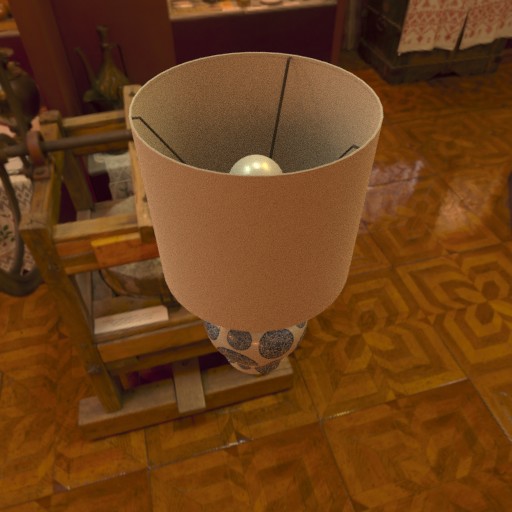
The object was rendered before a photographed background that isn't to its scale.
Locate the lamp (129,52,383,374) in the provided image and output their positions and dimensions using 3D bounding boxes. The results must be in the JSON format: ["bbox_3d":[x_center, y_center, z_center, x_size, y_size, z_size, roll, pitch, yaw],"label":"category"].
[{"bbox_3d":[0.000,0.000,0.518,0.215,0.381,0.215,-10,47,-9],"label":"lamp"}]
